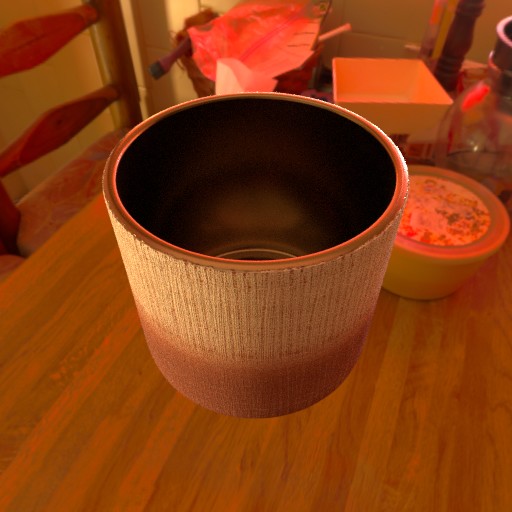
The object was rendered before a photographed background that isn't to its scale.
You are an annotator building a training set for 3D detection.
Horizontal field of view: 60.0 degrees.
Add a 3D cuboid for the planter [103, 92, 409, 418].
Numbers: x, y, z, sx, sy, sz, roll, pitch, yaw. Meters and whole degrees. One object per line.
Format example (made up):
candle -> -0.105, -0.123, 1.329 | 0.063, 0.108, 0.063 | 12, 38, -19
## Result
planter -> 0.000, 0.000, 0.392 | 0.221, 0.201, 0.221 | 0, 46, 0
